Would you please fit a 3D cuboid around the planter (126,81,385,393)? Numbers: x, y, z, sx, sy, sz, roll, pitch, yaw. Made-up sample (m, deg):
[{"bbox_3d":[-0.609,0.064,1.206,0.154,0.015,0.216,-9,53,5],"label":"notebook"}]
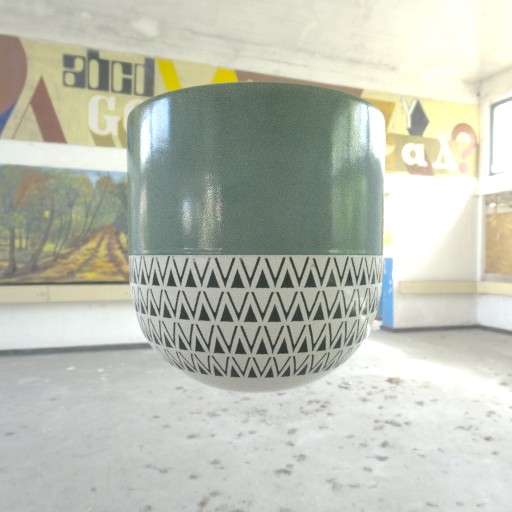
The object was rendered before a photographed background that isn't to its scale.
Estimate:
[{"bbox_3d":[0.000,0.000,0.474,0.266,0.270,0.266,0,0,0],"label":"planter"}]
